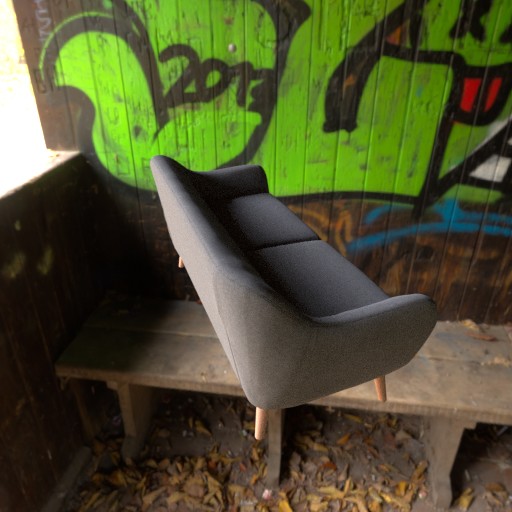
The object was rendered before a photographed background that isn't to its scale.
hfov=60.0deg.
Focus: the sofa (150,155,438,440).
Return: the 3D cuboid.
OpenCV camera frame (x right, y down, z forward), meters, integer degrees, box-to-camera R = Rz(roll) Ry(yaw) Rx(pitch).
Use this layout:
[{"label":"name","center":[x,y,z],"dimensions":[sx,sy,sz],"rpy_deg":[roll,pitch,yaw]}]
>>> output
[{"label":"sofa","center":[0.000,0.000,2.326],"dimensions":[0.820,0.820,1.840],"rpy_deg":[-10,30,-18]}]
